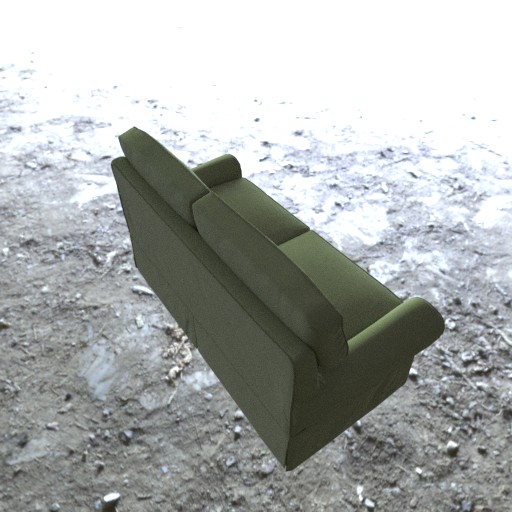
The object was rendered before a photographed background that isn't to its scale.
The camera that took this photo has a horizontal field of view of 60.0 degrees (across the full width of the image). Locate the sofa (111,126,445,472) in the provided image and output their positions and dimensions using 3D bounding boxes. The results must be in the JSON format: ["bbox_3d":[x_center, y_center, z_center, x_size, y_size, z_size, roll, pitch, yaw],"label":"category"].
[{"bbox_3d":[0.000,0.000,2.364,0.841,1.024,1.823,-25,48,-25],"label":"sofa"}]
